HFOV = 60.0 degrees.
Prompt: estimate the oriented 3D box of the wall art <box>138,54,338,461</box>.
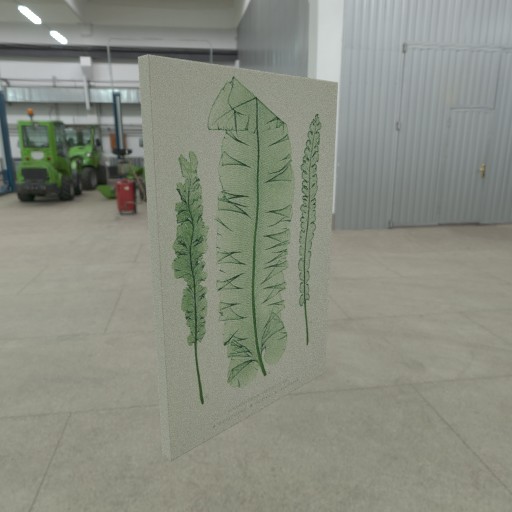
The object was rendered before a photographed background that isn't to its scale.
[{"bbox_3d":[0.000,0.000,1.181,0.610,0.914,0.038,-14,20,-42],"label":"wall art"}]
